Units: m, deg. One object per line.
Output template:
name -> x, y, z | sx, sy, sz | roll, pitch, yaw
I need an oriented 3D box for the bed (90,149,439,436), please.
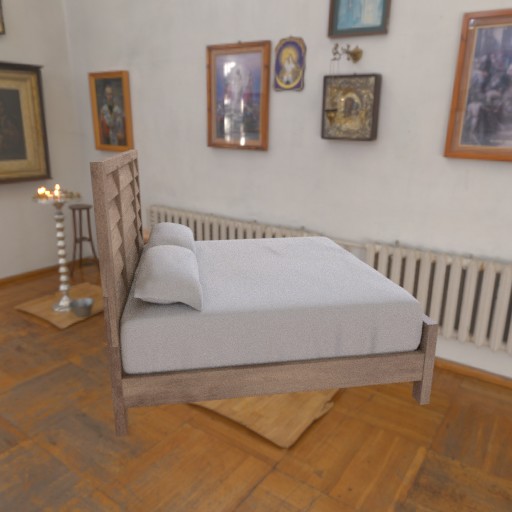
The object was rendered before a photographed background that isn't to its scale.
bed -> 0.000, 0.000, 3.593 | 2.062, 1.626, 2.032 | -3, 15, -9
